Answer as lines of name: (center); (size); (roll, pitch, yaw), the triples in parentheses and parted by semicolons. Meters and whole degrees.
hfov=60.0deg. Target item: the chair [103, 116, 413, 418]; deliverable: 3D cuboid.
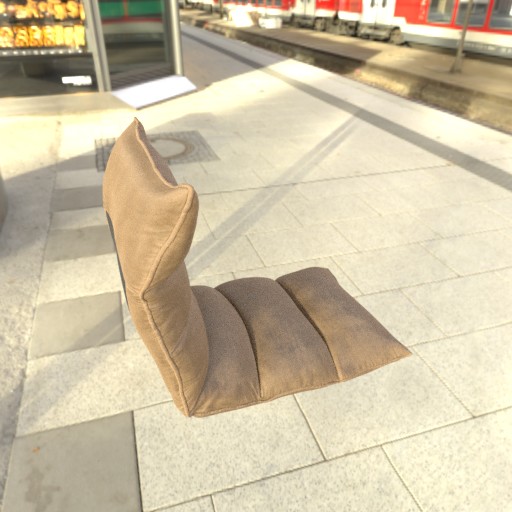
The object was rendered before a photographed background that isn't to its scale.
chair: (0.000, 0.000, 1.617); (0.985, 0.892, 0.714); (-10, 33, -17)
